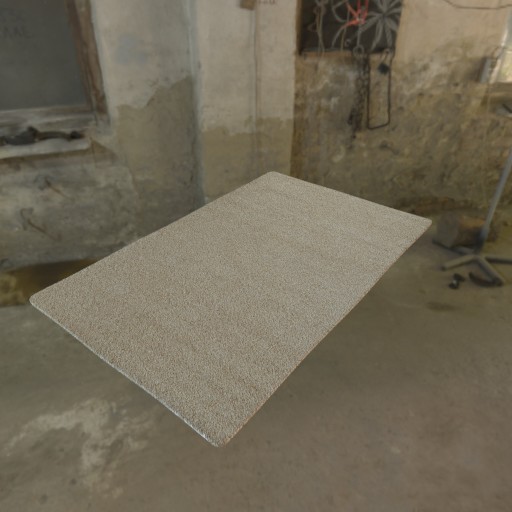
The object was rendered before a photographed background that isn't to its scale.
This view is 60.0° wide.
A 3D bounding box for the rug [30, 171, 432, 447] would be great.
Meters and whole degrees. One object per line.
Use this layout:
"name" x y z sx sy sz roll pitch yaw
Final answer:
"rug" 0.000 0.000 2.919 1.500 0.026 2.349 24 41 31
